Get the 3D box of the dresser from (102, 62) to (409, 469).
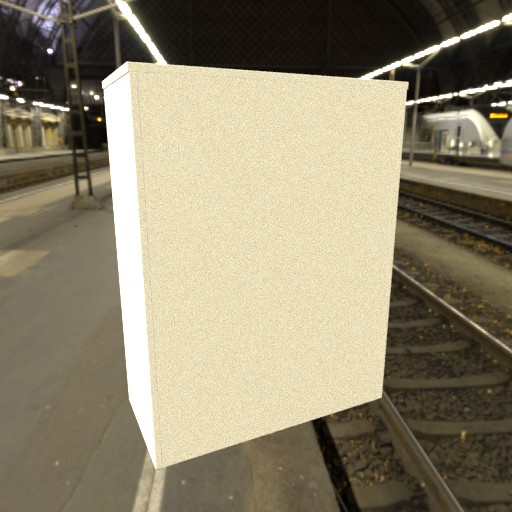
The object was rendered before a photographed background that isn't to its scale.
[{"bbox_3d":[0.000,0.000,1.413,0.800,1.040,0.380,-7,16,-25],"label":"dresser"}]
